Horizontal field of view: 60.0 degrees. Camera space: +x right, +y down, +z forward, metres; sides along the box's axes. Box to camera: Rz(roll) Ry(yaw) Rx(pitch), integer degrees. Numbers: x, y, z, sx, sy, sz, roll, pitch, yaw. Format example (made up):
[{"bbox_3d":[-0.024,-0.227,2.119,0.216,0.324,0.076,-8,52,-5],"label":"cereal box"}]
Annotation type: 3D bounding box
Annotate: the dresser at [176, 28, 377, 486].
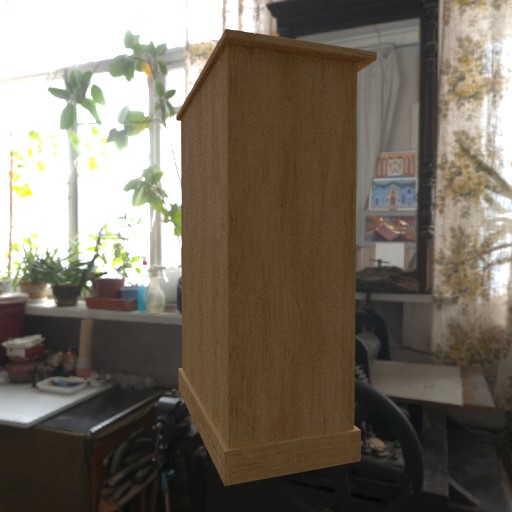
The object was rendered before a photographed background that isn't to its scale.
[{"bbox_3d":[0.000,0.000,1.752,0.485,1.300,0.915,-1,2,-19],"label":"dresser"}]
